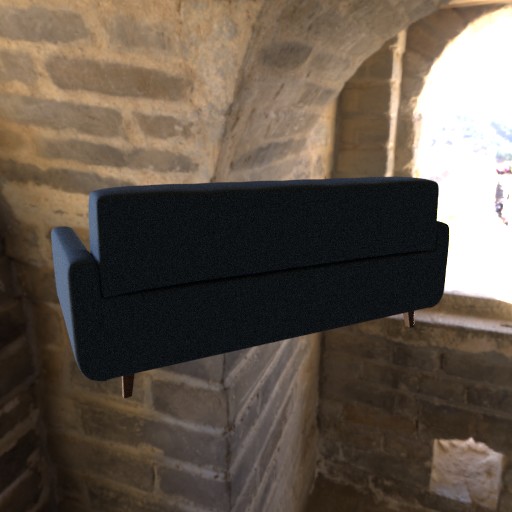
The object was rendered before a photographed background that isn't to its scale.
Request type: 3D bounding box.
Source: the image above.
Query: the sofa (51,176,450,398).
[{"bbox_3d":[0.000,0.000,2.519,2.055,0.884,0.942,-7,15,-27],"label":"sofa"}]
